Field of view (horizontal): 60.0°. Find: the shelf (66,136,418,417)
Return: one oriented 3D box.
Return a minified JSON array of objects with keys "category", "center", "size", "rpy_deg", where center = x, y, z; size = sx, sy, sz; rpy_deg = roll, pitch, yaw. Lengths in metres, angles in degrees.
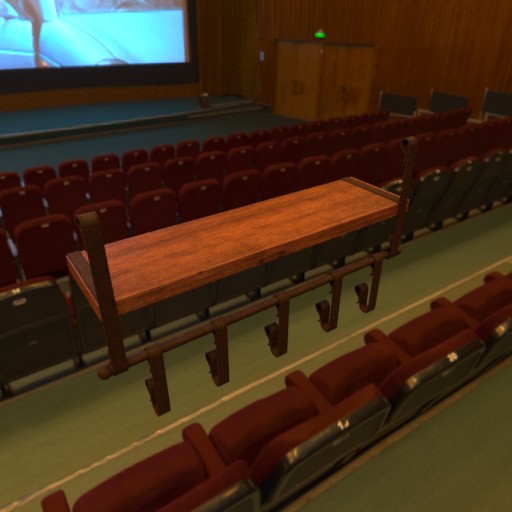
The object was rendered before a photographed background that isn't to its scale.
[{"category":"shelf","center":[0.000,0.000,0.712],"size":[0.567,0.330,0.146],"rpy_deg":[-19,35,-29]}]
